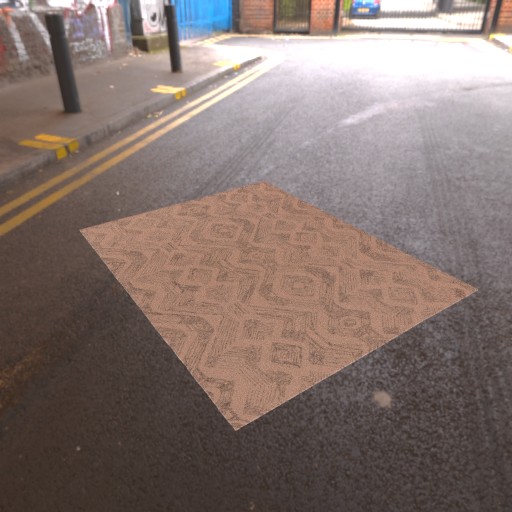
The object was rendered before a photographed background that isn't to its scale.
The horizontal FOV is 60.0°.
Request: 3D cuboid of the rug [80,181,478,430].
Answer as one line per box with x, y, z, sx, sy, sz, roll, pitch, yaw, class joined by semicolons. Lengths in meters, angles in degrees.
0.000;0.000;4.194;2.430;0.030;3.054;-20;36;-30;rug
